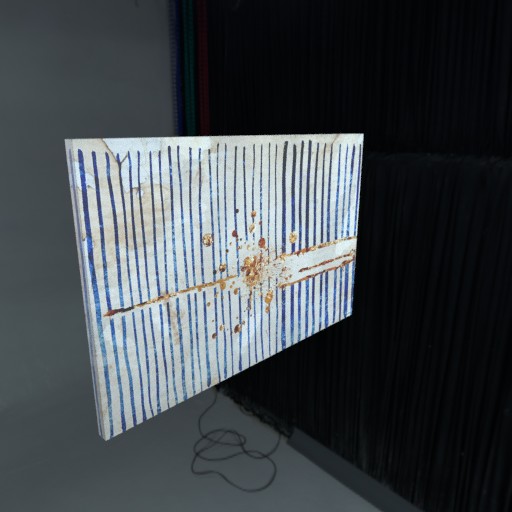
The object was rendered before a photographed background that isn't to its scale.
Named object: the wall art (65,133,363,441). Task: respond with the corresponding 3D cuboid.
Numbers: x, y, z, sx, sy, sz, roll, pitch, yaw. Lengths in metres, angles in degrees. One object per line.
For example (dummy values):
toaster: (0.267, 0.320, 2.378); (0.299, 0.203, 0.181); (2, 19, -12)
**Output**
wall art: (0.000, 0.000, 1.162); (0.030, 0.609, 0.919); (16, 22, 43)
